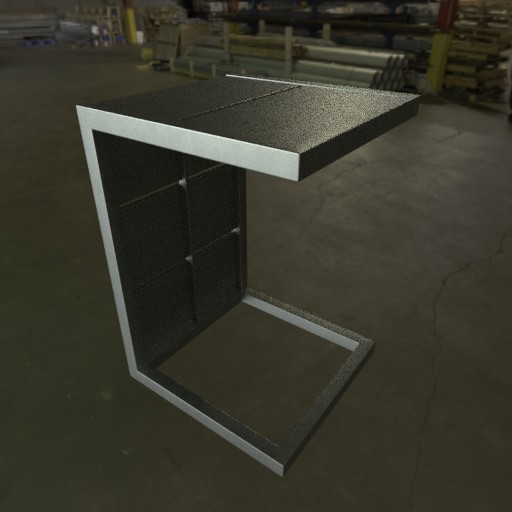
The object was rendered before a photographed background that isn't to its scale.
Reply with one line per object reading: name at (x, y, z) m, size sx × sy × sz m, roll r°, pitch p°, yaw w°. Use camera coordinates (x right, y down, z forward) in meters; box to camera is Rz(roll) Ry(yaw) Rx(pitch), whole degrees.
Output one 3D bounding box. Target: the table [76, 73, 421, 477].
table at (0.000, 0.000, 0.898) m, size 0.420 × 0.609 × 0.405 m, roll 21°, pitch 37°, yaw 31°
